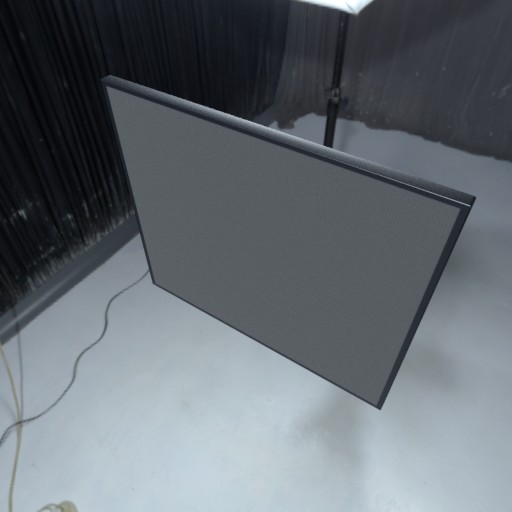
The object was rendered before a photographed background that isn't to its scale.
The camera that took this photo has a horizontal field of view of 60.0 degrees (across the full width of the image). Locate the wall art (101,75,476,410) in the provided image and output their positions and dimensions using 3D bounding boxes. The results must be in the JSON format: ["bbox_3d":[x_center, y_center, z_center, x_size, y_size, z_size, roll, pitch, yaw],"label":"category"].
[{"bbox_3d":[0.000,0.000,0.703,0.521,0.450,0.018,25,51,22],"label":"wall art"}]
